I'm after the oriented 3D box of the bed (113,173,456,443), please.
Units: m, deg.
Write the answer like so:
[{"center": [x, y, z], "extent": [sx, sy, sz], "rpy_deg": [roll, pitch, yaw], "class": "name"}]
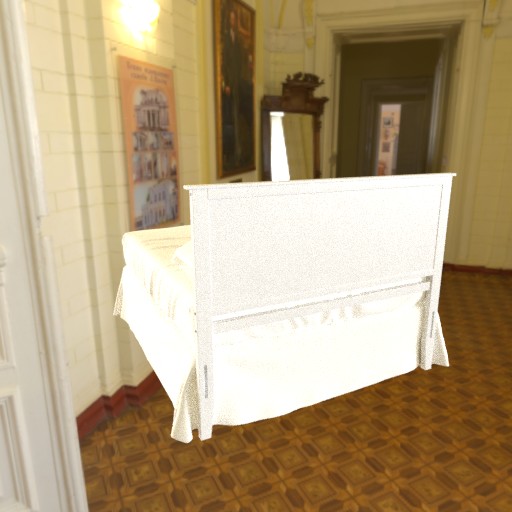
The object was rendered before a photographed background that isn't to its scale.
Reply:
[{"center": [0.000, 0.000, 3.249], "extent": [1.876, 1.269, 2.047], "rpy_deg": [-7, 17, -26], "class": "bed"}]
